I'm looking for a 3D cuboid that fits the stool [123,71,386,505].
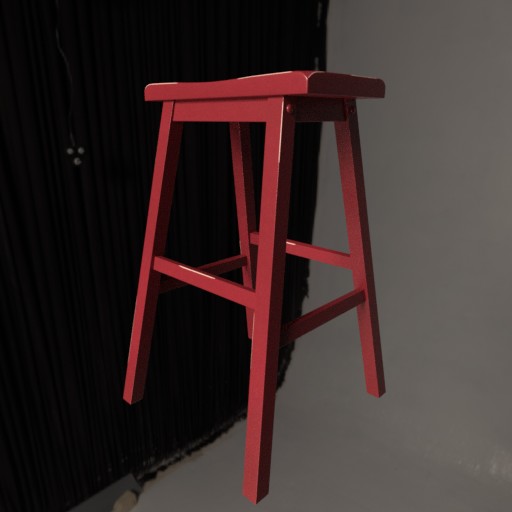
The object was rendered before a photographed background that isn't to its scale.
[{"bbox_3d":[0.000,0.000,1.003,0.457,0.737,0.476,16,23,41],"label":"stool"}]
